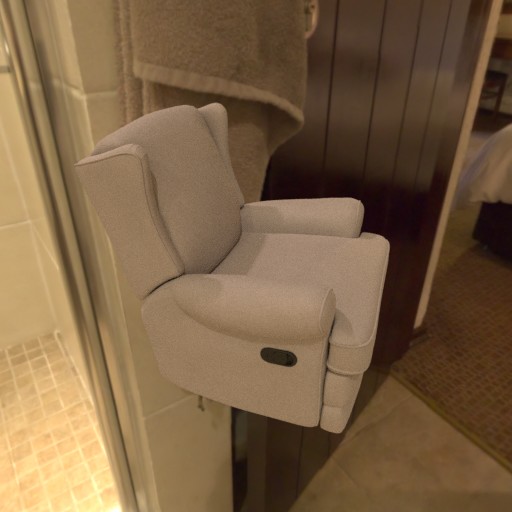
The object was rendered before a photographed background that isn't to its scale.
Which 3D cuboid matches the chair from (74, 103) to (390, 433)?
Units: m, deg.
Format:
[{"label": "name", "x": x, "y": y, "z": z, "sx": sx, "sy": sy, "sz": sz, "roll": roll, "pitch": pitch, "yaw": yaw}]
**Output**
[{"label": "chair", "x": 0.000, "y": 0.000, "z": 1.705, "sx": 0.969, "sy": 1.011, "sz": 0.847, "roll": 10, "pitch": 32, "yaw": 16}]
